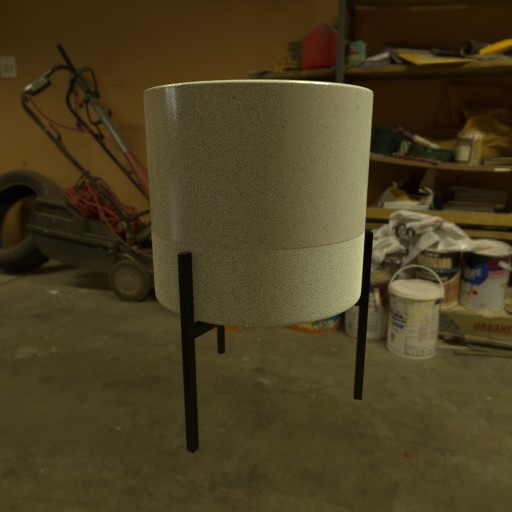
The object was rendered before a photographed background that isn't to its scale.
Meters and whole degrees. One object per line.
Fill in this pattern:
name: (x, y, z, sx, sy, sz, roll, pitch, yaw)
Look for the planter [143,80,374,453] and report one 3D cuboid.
planter: (0.000, 0.000, 0.334, 0.152, 0.230, 0.159, -7, 16, -25)
